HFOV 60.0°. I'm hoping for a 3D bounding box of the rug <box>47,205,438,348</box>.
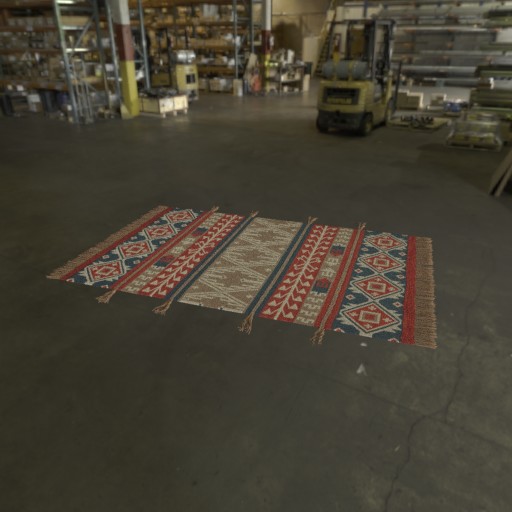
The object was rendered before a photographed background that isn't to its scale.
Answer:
[{"bbox_3d":[0.000,0.000,3.215,2.450,0.048,1.778,8,27,17],"label":"rug"}]
